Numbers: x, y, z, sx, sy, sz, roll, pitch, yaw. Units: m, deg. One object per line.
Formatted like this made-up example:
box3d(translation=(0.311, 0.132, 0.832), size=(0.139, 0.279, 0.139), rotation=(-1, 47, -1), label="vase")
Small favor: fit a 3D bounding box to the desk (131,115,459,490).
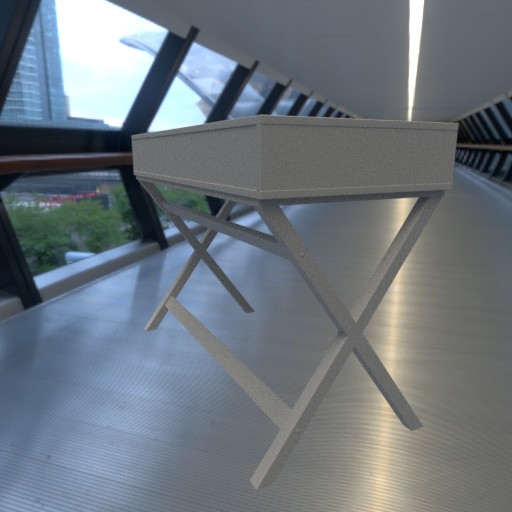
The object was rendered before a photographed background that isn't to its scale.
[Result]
box3d(translation=(0.000, 0.000, 1.437), size=(0.525, 0.780, 1.057), rotation=(-7, 15, -26), label="desk")
